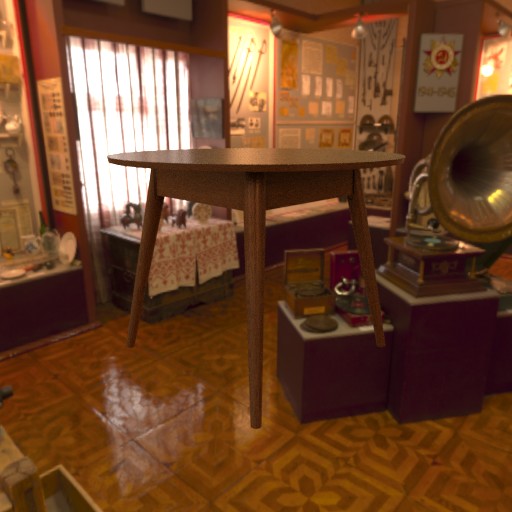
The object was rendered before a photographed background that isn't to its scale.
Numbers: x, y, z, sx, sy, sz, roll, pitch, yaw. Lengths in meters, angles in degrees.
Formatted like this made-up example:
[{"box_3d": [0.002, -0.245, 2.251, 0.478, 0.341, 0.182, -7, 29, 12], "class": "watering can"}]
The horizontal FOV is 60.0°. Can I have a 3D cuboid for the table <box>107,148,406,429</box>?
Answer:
[{"box_3d": [0.000, 0.000, 1.748, 1.053, 0.786, 1.053, 0, 16, 0], "class": "table"}]
